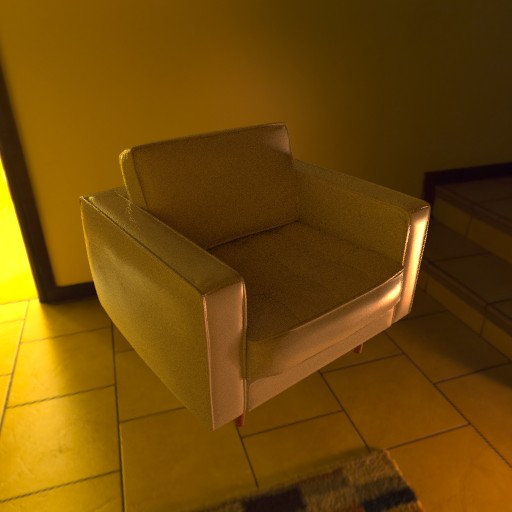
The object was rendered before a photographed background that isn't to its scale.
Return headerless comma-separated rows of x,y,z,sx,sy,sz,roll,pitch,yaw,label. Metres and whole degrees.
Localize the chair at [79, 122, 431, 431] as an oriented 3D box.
0.000,0.000,1.537,0.928,0.773,0.843,-20,34,-33,chair
